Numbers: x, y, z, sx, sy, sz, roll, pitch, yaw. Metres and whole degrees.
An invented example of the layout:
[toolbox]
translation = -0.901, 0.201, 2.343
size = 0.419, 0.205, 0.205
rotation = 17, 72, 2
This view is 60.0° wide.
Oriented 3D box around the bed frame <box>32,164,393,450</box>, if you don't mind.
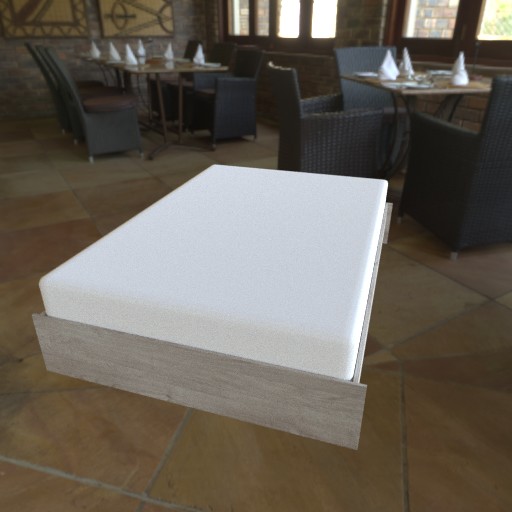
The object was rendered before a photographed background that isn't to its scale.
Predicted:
[bed frame]
translation = 0.000, 0.000, 2.606
size = 1.445, 0.497, 1.945
rotation = 8, 28, 16
